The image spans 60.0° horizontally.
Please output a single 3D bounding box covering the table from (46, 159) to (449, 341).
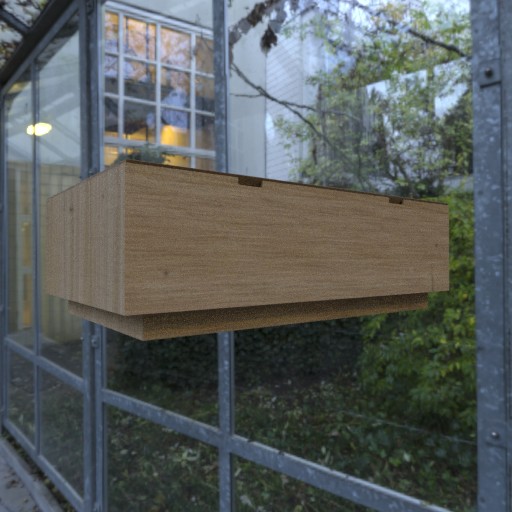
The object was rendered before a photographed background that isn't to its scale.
[{"bbox_3d":[0.000,0.000,1.426,1.110,0.353,0.678,0,-1,-37],"label":"table"}]
